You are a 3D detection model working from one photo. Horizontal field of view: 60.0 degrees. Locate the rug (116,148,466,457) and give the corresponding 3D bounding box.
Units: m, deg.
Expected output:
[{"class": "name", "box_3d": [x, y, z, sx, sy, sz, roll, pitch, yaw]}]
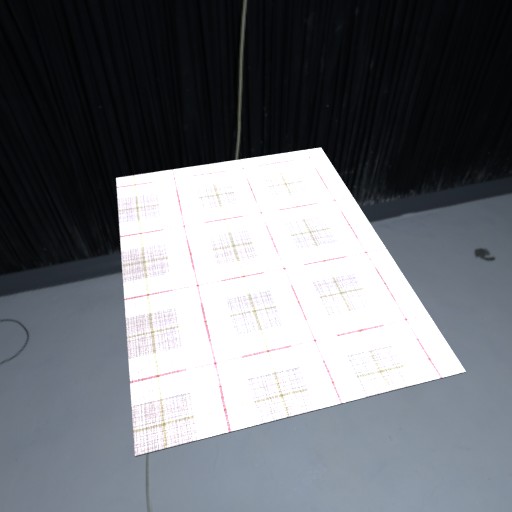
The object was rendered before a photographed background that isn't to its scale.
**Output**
[{"class": "rug", "box_3d": [0.000, 0.000, 3.942, 2.317, 0.016, 2.959, -11, 47, -10]}]
